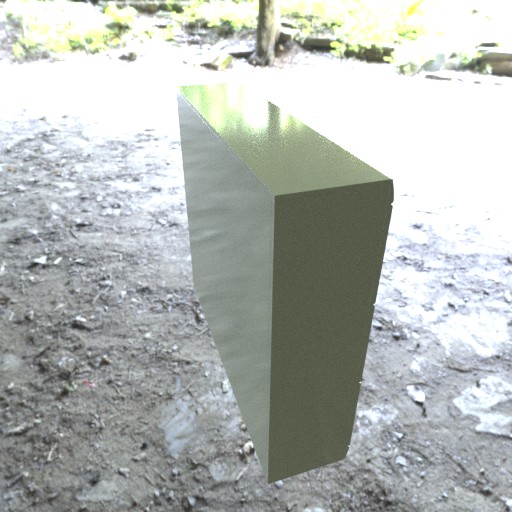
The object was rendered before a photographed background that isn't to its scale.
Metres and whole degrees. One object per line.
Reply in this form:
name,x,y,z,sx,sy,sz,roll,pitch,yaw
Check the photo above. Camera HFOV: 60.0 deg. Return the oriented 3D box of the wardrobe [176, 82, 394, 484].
wardrobe,0.000,0.000,1.951,0.360,1.200,1.340,-10,33,-16
